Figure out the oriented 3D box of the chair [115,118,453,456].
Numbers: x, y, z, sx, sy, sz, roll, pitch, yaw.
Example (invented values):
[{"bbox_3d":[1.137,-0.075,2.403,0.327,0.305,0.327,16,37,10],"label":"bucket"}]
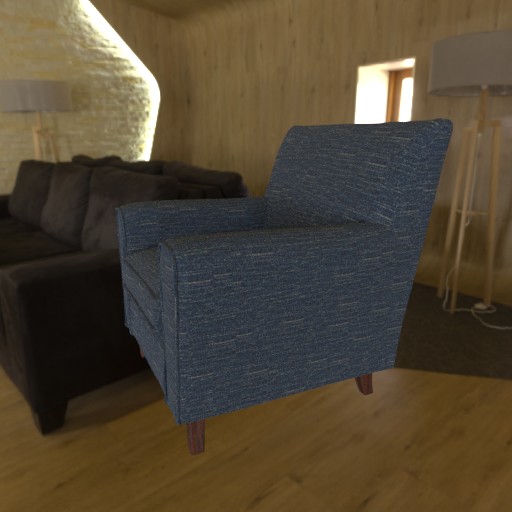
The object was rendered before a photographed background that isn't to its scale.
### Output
[{"bbox_3d":[0.000,0.000,1.590,0.873,0.928,0.864,-7,16,-25],"label":"chair"}]
